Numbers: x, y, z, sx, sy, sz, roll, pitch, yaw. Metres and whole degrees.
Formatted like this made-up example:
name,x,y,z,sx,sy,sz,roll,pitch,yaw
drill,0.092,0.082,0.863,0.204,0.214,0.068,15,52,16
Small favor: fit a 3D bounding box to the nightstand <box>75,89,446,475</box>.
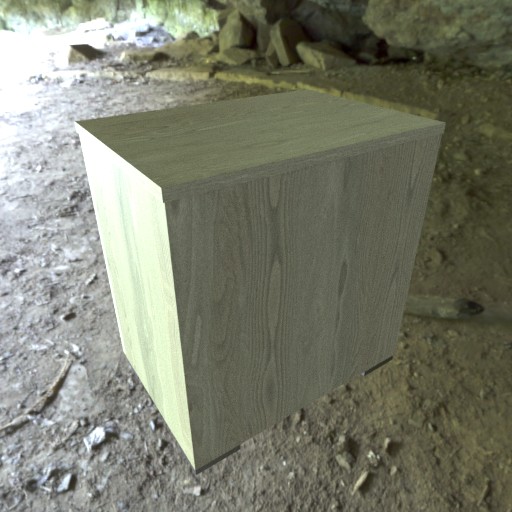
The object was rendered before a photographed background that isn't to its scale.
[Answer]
name,x,y,z,sx,sy,sz,roll,pitch,yaw
nightstand,0.000,0.000,0.767,0.442,0.461,0.325,-19,36,-29
